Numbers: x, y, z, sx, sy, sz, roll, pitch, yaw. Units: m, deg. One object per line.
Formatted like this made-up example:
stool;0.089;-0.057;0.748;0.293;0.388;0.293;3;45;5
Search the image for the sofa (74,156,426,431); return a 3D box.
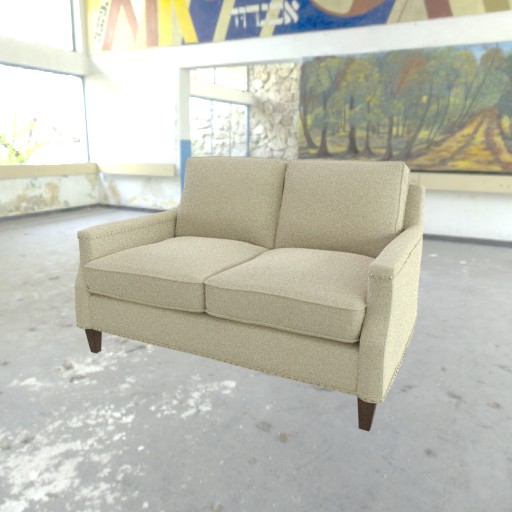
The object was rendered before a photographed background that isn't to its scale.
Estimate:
sofa;0.000;0.000;2.335;1.597;1.003;1.084;7;16;26
